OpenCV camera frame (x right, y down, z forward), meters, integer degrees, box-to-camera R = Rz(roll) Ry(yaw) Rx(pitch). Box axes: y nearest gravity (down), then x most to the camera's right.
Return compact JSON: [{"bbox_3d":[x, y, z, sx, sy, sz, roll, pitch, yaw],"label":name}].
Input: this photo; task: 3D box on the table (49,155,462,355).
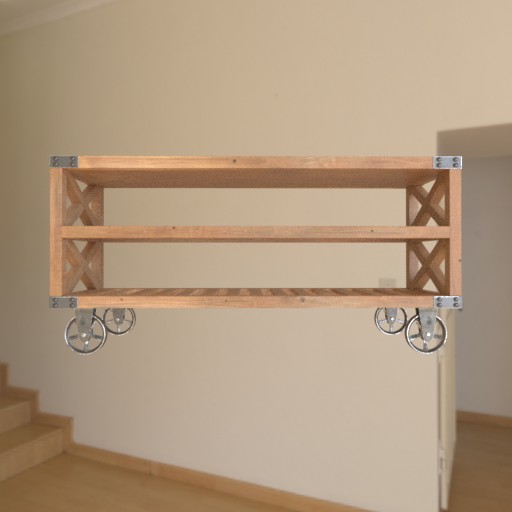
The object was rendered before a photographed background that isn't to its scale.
[{"bbox_3d":[0.000,0.000,1.807,1.487,0.711,0.467,0,0,-1],"label":"table"}]
